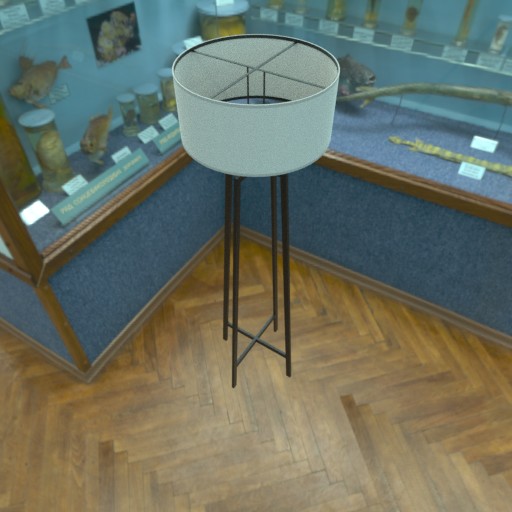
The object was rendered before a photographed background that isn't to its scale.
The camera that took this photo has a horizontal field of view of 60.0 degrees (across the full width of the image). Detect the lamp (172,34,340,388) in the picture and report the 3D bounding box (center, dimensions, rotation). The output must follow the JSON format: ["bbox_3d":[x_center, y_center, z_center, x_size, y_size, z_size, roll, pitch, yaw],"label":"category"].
[{"bbox_3d":[0.000,0.000,1.761,0.457,1.510,0.456,25,51,22],"label":"lamp"}]
